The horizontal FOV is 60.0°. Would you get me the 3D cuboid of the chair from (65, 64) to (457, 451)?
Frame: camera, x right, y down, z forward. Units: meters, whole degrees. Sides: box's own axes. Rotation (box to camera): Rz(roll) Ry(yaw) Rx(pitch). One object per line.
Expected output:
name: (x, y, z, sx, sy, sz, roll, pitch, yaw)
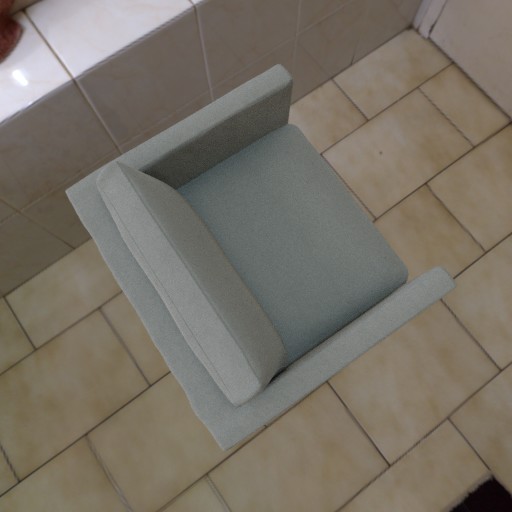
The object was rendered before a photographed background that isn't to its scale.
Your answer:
chair: (0.000, 0.000, 1.745, 0.949, 0.863, 1.057, -33, 78, -8)
